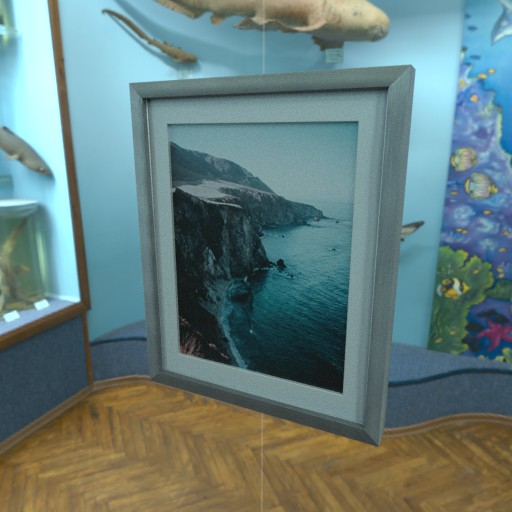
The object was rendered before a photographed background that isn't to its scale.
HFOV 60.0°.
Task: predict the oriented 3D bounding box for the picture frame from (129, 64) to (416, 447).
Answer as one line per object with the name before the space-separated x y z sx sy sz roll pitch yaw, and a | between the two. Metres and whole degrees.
picture frame | 0.000 0.000 0.735 0.449 0.555 0.046 7 17 25
